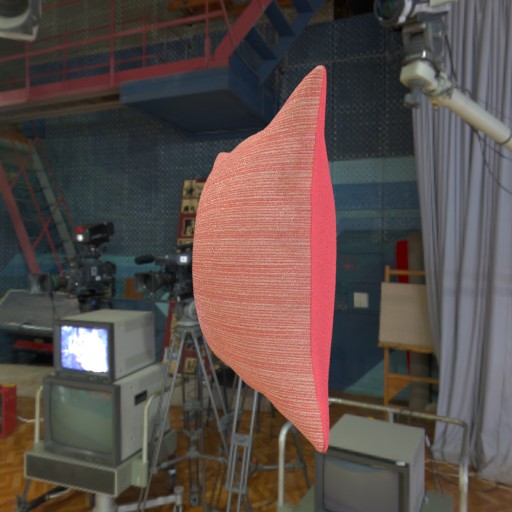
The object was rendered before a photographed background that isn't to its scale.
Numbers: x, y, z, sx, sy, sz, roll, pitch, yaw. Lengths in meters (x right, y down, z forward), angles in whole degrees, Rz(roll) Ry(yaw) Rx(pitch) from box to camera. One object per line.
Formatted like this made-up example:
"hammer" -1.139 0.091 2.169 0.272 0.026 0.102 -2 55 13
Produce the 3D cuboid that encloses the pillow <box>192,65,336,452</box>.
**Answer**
"pillow" 0.000 0.000 0.827 0.229 0.501 0.559 0 1 -19
